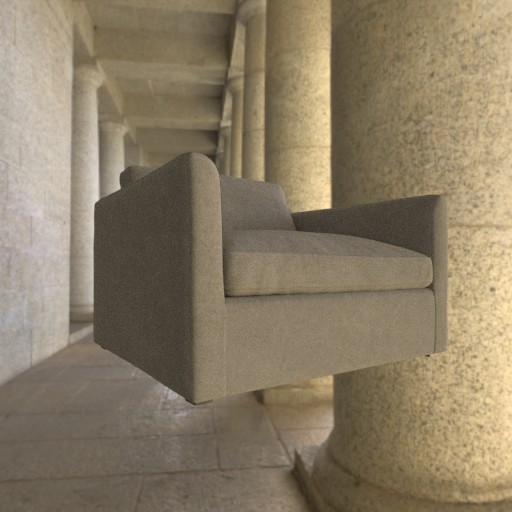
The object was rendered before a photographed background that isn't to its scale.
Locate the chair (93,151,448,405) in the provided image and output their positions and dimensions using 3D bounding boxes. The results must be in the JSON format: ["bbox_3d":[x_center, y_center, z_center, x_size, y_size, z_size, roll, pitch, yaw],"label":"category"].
[{"bbox_3d":[0.000,0.000,1.873,1.190,0.845,1.091,1,-2,-36],"label":"chair"}]
